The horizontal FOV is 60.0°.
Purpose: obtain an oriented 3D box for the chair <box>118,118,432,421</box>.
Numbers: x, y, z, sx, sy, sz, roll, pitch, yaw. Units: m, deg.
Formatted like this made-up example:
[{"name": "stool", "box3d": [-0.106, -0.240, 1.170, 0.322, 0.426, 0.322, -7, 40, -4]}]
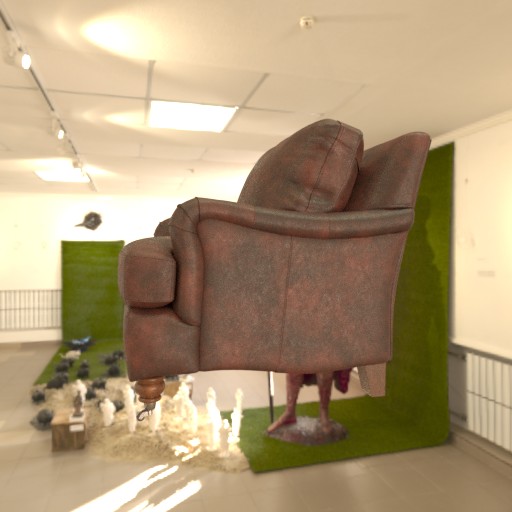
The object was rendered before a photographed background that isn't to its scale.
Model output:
[{"name": "chair", "box3d": [0.000, 0.000, 1.947, 1.156, 1.051, 0.987, 0, 0, -16]}]
